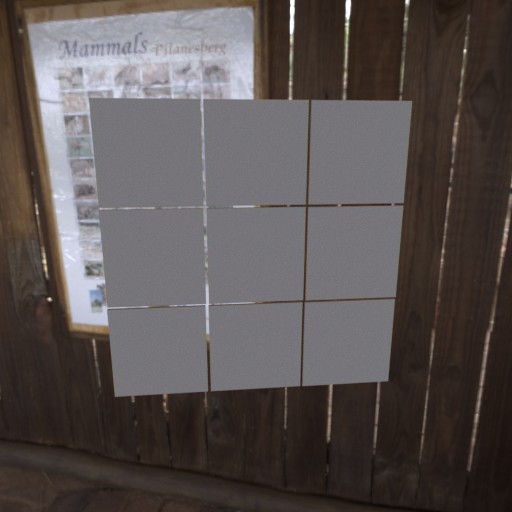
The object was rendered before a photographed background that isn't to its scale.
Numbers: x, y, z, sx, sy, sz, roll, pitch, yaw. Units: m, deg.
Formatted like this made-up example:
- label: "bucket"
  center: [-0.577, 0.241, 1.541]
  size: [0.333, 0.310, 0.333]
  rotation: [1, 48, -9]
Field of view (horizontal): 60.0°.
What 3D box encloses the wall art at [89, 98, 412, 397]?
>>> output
- label: "wall art"
  center: [0.000, 0.000, 2.278]
  size: [1.527, 1.521, 0.017]
  rotation: [-2, 15, -6]
